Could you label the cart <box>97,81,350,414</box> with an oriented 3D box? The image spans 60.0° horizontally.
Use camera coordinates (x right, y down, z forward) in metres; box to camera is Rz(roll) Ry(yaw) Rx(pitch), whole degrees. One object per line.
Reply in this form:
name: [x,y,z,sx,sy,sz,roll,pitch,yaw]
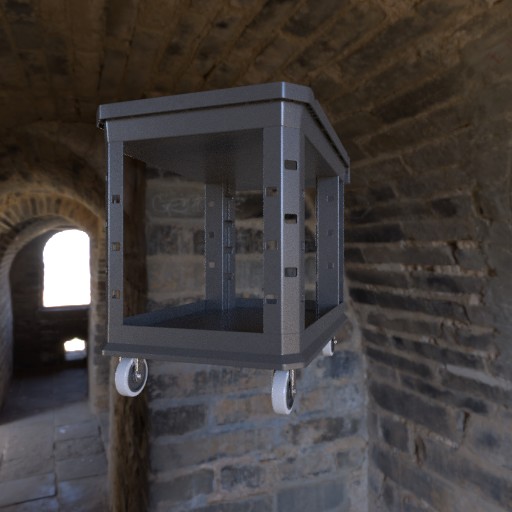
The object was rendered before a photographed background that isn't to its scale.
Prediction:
cart: [0.000,0.000,1.797,0.674,0.884,1.239,0,0,19]
